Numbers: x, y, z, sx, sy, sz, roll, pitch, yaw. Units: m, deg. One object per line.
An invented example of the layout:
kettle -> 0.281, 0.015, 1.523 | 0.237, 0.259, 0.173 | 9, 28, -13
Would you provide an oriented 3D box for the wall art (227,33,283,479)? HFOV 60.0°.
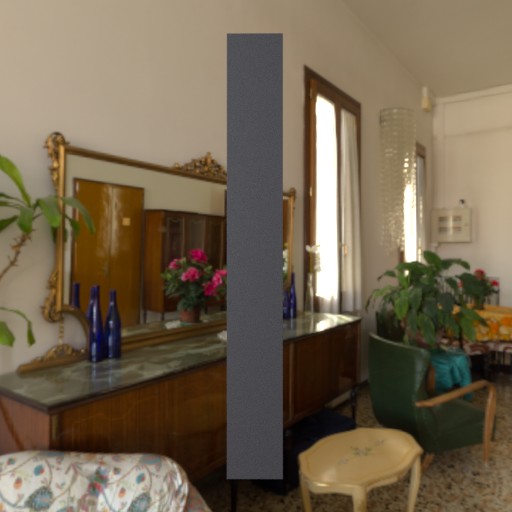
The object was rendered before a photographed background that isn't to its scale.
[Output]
wall art -> 0.000, 0.000, 0.454 | 0.038, 0.304, 0.304 | 0, 0, 0
